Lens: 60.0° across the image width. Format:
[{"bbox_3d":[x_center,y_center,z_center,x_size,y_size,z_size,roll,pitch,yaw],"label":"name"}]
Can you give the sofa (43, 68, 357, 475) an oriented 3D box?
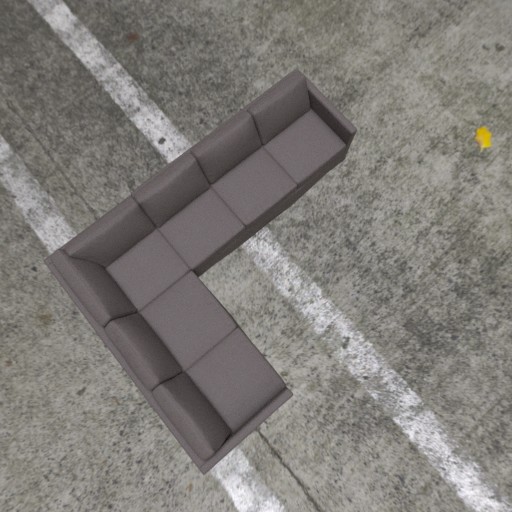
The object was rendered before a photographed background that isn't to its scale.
[{"bbox_3d":[0.000,0.000,4.384,3.182,0.871,2.432,-39,80,-8],"label":"sofa"}]
